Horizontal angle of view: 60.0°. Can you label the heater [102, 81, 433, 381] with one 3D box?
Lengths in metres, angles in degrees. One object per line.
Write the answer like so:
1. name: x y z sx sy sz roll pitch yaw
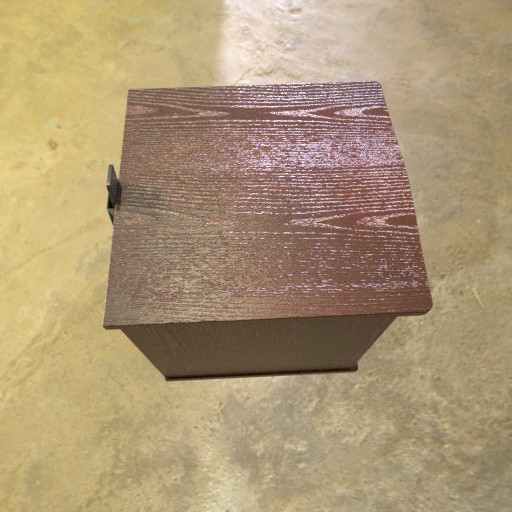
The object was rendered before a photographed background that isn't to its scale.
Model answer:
1. heater: 0.000 0.000 0.759 0.400 0.481 0.362 -2 64 -1
